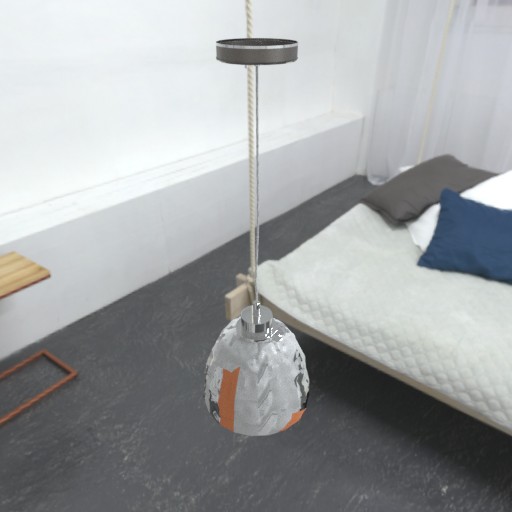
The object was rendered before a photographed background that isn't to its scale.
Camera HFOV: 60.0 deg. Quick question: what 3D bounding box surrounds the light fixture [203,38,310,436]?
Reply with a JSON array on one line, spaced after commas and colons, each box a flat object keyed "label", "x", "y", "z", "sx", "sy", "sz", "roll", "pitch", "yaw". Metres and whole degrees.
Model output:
[{"label": "light fixture", "x": 0.000, "y": 0.000, "z": 1.729, "sx": 0.500, "sy": 1.511, "sz": 0.496, "roll": 10, "pitch": 32, "yaw": 17}]
